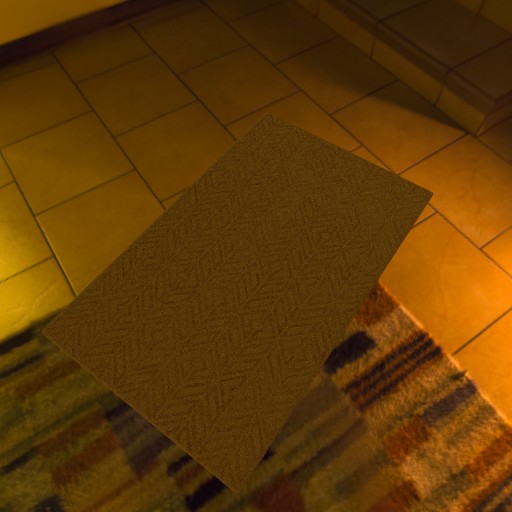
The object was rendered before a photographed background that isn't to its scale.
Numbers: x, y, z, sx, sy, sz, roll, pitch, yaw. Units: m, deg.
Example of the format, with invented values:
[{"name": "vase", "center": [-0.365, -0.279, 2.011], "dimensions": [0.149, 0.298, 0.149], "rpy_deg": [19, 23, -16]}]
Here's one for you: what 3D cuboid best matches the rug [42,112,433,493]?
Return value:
[{"name": "rug", "center": [0.000, 0.000, 3.017], "dimensions": [1.523, 0.008, 2.438], "rpy_deg": [31, 64, 18]}]
